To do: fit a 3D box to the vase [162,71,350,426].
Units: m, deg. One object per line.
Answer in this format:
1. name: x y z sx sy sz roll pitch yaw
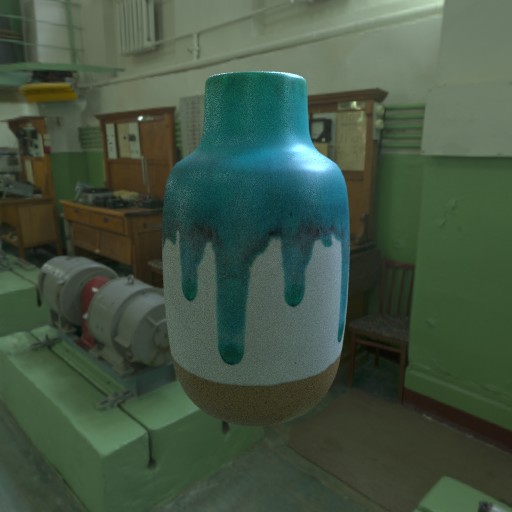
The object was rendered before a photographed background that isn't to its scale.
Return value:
1. vase: 0.000 0.000 0.256 0.106 0.192 0.106 0 14 0
